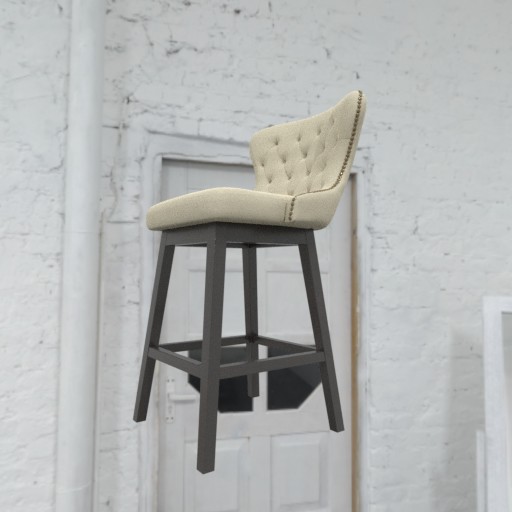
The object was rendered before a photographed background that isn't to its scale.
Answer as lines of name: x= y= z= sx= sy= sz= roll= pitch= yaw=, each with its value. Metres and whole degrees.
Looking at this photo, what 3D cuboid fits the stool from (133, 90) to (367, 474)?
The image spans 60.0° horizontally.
stool: x=0.000 y=0.000 z=1.325 sx=0.593 sy=0.971 sz=0.528 roll=1 pitch=-2 yaw=-36
